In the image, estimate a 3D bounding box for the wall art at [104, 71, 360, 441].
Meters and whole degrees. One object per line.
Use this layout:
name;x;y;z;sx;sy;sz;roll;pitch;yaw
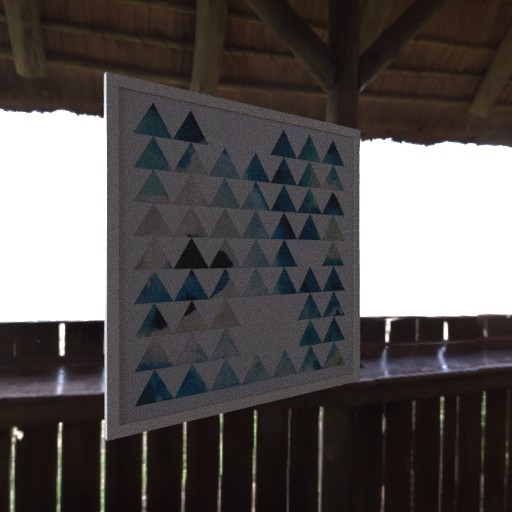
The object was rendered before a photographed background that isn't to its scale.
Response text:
wall art;0.000;0.000;0.833;0.557;0.557;0.012;0;0;-35
